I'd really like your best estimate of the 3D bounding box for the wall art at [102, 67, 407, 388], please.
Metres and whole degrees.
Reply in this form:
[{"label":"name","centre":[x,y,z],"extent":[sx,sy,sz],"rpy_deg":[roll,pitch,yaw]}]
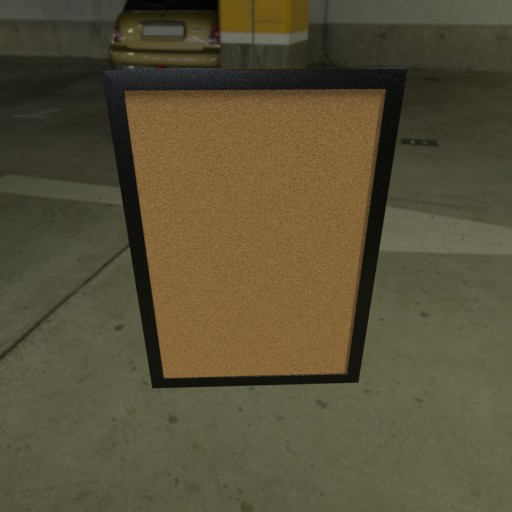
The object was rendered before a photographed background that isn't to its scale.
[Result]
[{"label":"wall art","centre":[0.000,0.000,0.551],"extent":[0.304,0.432,0.013],"rpy_deg":[-1,30,-2]}]
